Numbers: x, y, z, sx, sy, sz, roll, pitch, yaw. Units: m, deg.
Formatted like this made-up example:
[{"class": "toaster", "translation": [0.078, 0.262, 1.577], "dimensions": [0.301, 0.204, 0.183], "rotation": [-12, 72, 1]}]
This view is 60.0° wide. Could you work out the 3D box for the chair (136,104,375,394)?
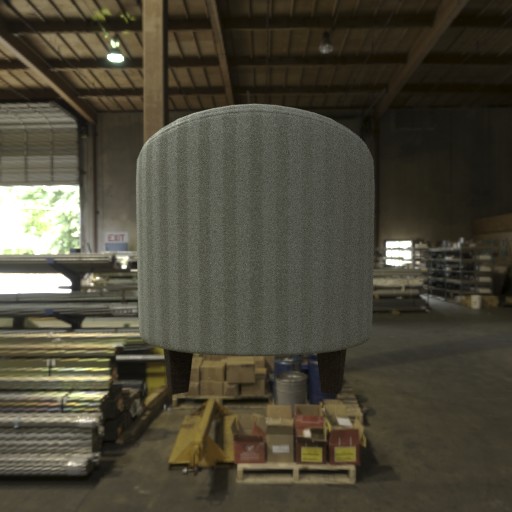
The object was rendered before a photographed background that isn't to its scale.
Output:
[{"class": "chair", "translation": [0.000, 0.000, 1.721], "dimensions": [0.756, 0.757, 1.288], "rotation": [0, 0, 0]}]
